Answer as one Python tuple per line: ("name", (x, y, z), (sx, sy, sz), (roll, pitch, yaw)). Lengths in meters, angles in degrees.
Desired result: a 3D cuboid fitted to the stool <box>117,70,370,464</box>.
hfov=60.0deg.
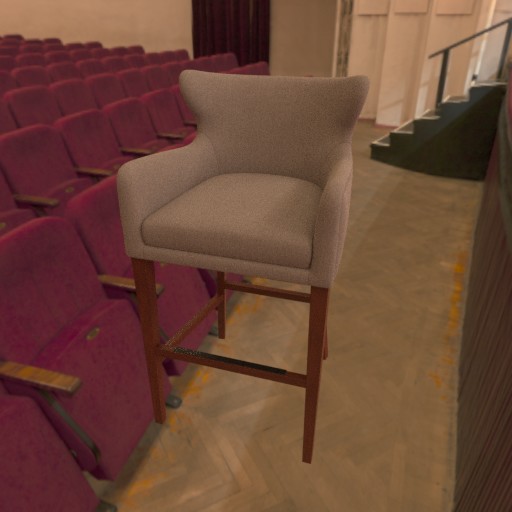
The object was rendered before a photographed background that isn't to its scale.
("stool", (0.000, 0.000, 1.395), (0.575, 1.047, 0.575), (8, 29, 15))
